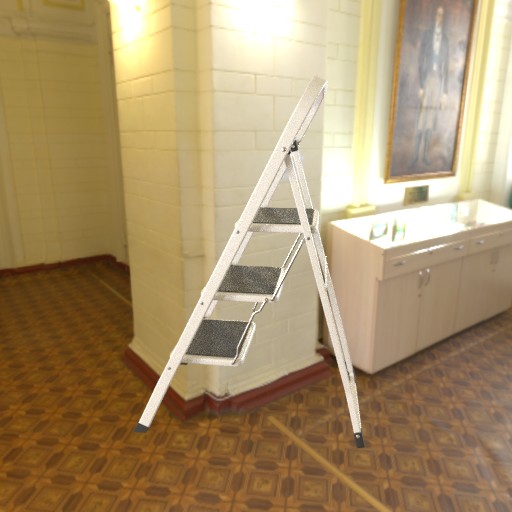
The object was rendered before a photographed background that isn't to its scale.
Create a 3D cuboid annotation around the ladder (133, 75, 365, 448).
[{"bbox_3d":[0.000,0.000,1.423,0.711,1.050,0.460,2,15,8],"label":"ladder"}]
